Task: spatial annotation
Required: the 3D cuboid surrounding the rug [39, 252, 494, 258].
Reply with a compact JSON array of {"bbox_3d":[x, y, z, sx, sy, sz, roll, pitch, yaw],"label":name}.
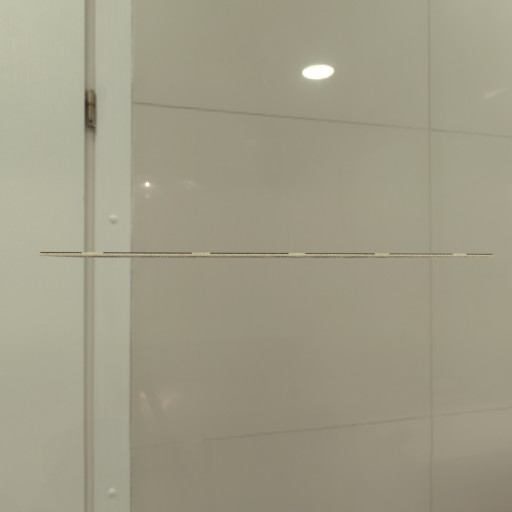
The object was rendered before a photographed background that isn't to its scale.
[{"bbox_3d":[0.000,0.000,2.872,2.286,0.016,1.555,0,0,-16],"label":"rug"}]
